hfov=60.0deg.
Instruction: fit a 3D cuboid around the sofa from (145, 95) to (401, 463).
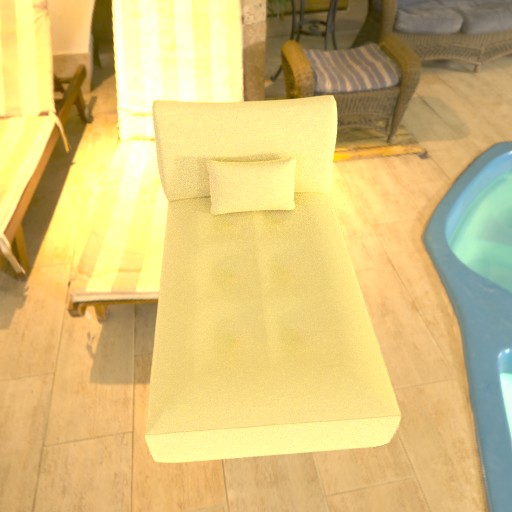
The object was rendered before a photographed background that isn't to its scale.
[{"bbox_3d":[0.000,0.000,1.964,0.930,0.820,1.450,-3,45,-3],"label":"sofa"}]
